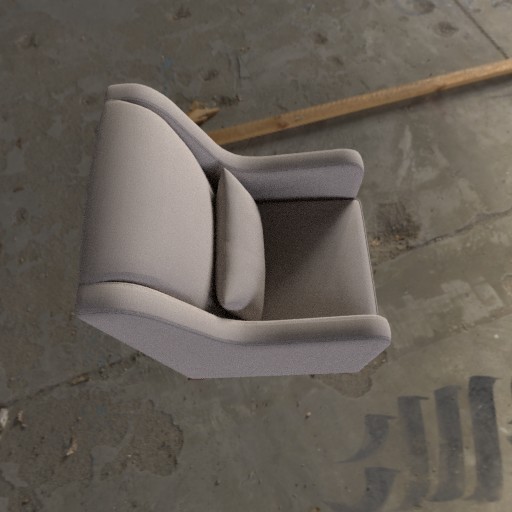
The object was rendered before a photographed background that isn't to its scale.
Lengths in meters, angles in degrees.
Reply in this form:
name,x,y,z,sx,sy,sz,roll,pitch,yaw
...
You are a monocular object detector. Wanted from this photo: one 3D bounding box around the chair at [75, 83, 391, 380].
name,x,y,z,sx,sy,sz,roll,pitch,yaw
chair,0.000,0.000,1.581,0.863,1.010,0.715,-2,65,-1
